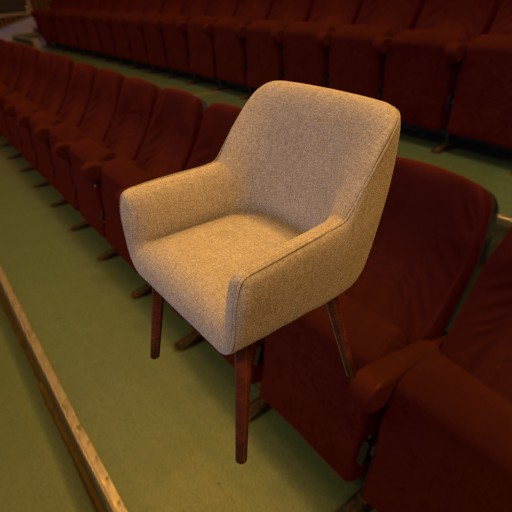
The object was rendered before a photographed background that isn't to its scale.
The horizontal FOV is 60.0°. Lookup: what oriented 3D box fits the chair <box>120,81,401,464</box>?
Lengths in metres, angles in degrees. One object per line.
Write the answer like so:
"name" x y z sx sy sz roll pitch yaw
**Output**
"chair" 0.000 0.000 1.193 0.519 0.803 0.543 -22 37 -32
